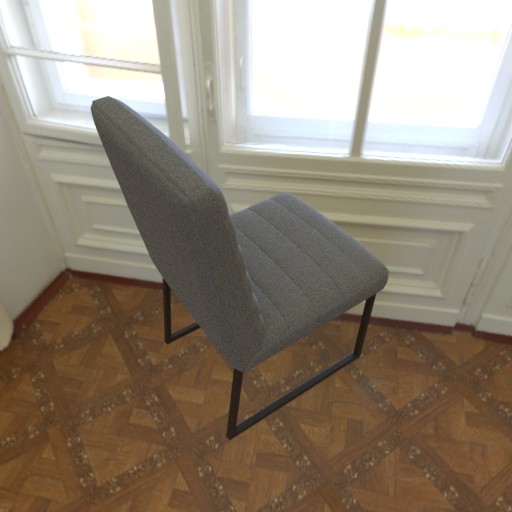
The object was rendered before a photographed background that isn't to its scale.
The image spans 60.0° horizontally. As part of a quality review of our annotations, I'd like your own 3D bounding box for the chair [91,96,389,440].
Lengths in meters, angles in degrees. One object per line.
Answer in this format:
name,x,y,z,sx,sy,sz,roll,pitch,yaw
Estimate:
chair,0.000,0.000,1.314,0.634,0.930,0.520,-24,47,-25
